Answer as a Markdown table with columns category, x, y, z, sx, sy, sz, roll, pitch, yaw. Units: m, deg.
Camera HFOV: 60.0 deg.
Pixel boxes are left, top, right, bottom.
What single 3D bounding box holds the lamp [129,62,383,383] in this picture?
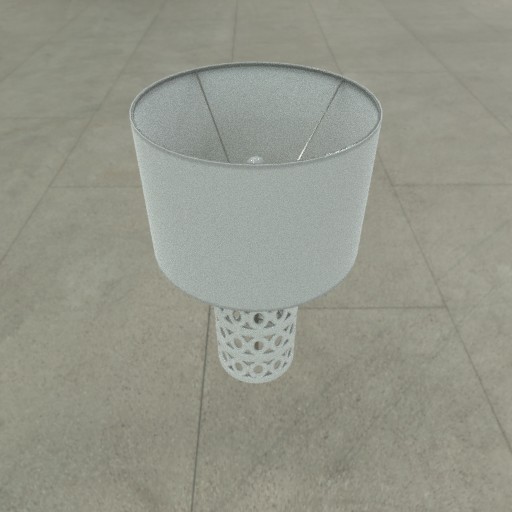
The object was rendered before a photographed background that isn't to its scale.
| category | x | y | z | sx | sy | sz | roll | pitch | yaw |
| --- | --- | --- | --- | --- | --- | --- | --- | --- | --- |
| lamp | 0.000 | 0.000 | 0.712 | 0.310 | 0.502 | 0.310 | 0 | 41 | 0 |
